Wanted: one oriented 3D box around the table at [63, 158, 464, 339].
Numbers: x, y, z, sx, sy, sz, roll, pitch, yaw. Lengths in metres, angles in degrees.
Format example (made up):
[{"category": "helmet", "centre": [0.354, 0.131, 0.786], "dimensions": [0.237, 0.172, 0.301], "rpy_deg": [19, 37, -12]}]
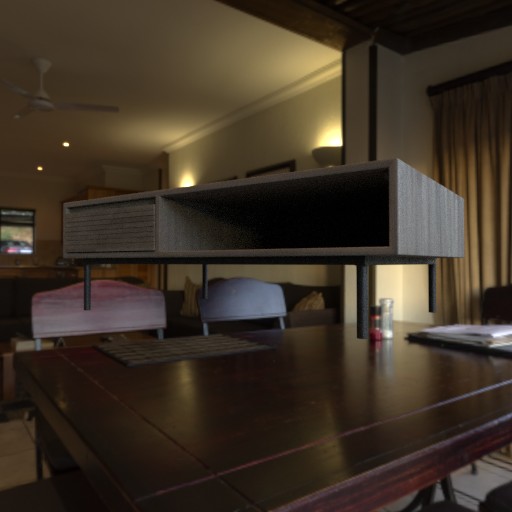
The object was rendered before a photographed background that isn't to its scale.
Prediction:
[{"category": "table", "centre": [0.000, 0.000, 1.389], "dimensions": [1.088, 0.347, 0.643], "rpy_deg": [-1, -1, 35]}]
